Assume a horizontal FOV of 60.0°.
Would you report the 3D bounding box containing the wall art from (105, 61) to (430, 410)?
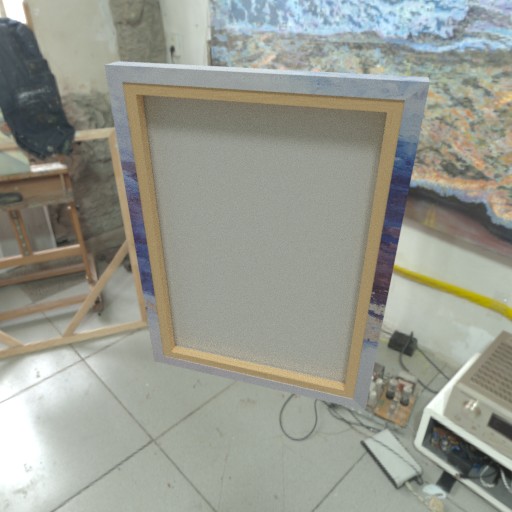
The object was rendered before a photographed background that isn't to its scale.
[{"bbox_3d":[0.000,0.000,0.742,0.437,0.581,0.036,9,33,14],"label":"wall art"}]
